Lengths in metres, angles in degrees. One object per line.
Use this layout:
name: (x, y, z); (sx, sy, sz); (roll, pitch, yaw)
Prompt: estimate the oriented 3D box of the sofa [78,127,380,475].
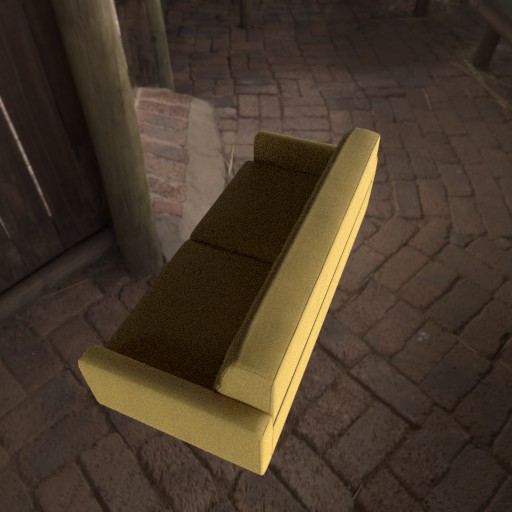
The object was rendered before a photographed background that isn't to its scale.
sofa: (0.000, 0.000, 2.514); (0.909, 0.841, 2.029); (17, 49, 16)
